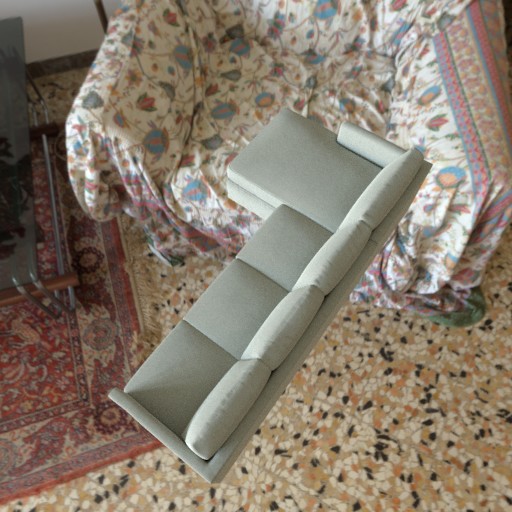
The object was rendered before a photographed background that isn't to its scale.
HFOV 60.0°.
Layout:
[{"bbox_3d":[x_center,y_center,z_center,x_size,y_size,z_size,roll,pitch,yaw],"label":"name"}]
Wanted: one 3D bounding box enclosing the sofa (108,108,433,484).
[{"bbox_3d":[0.000,0.000,3.853,1.650,0.922,3.205,33,68,16],"label":"sofa"}]
